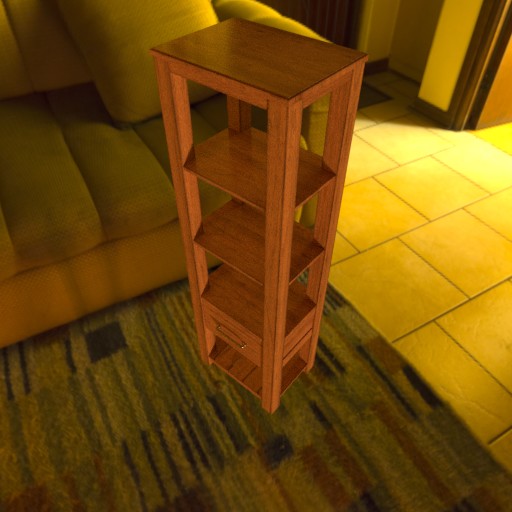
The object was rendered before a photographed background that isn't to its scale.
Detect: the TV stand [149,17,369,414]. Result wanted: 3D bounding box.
[{"bbox_3d":[0.000,0.000,2.048,0.565,1.828,0.435,31,52,27],"label":"TV stand"}]
